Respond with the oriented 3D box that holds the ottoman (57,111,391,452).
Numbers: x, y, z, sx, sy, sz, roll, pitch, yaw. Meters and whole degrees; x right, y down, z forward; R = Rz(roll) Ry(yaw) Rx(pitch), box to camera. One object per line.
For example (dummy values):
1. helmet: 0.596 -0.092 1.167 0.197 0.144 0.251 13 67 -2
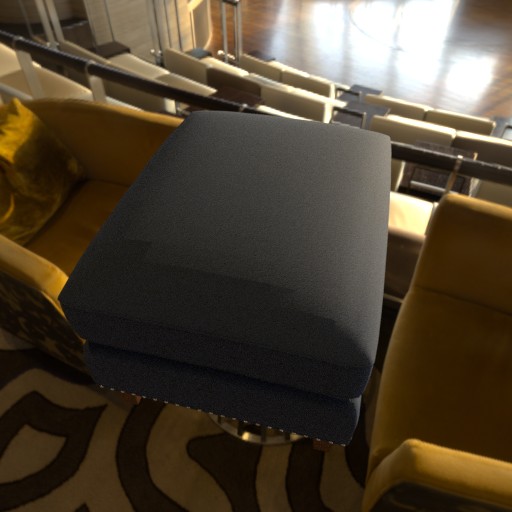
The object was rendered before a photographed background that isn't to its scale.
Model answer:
1. ottoman: 0.000 0.000 1.118 0.584 0.513 0.741 10 46 10
